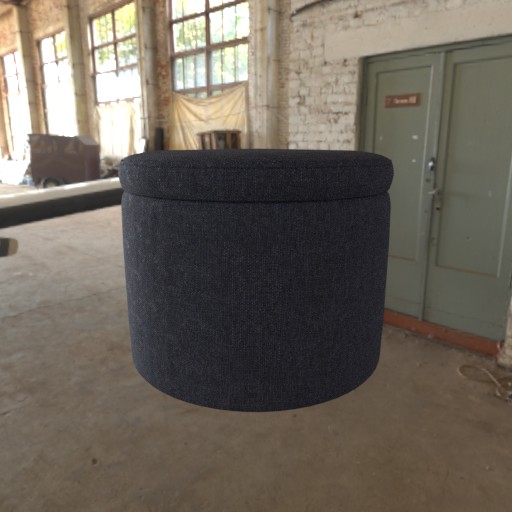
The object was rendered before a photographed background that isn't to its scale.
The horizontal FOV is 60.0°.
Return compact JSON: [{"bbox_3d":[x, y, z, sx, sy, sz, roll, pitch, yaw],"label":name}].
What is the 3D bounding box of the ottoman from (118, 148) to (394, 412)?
[{"bbox_3d":[0.000,0.000,0.912,0.520,0.430,0.520,0,14,0],"label":"ottoman"}]
